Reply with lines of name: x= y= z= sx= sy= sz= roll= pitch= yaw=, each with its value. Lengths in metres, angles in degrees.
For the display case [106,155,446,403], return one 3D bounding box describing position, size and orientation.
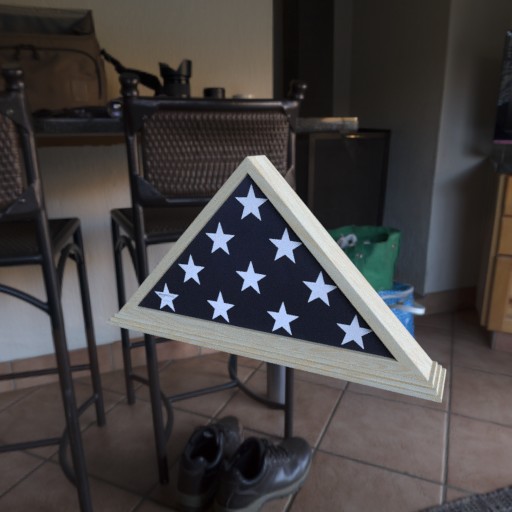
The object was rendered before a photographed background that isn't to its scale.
display case: x=0.000 y=0.000 z=0.771 sx=0.640 sy=0.340 sz=0.095 roll=7 pitch=16 yaw=25
